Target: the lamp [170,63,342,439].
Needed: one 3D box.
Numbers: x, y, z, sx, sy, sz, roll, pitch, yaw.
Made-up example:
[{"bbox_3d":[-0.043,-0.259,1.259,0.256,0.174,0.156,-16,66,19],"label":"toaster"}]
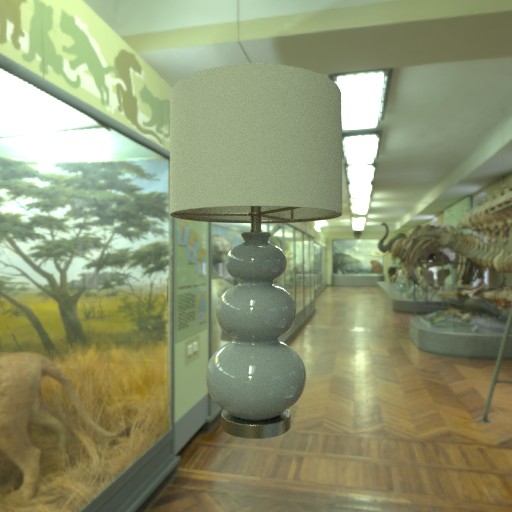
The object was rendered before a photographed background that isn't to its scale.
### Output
[{"bbox_3d":[0.000,0.000,0.960,0.367,0.730,0.367,0,-1,-18],"label":"lamp"}]
